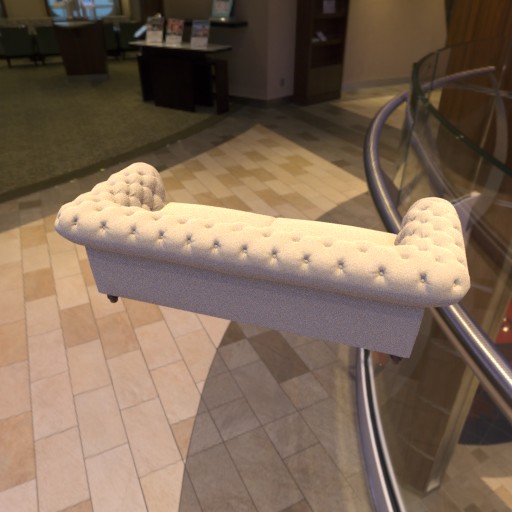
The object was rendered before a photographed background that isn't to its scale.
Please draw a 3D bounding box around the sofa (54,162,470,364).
[{"bbox_3d":[0.000,0.000,3.200,2.694,0.847,1.076,10,33,15],"label":"sofa"}]
